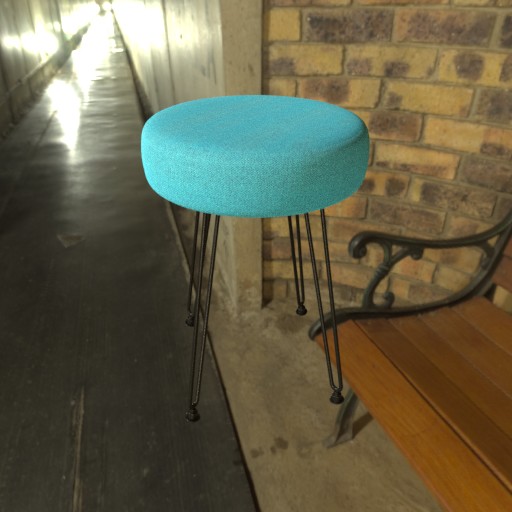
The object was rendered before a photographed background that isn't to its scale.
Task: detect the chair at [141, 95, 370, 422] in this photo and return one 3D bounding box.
[{"bbox_3d":[0.000,0.000,0.694,0.350,0.440,0.350,21,37,30],"label":"chair"}]
